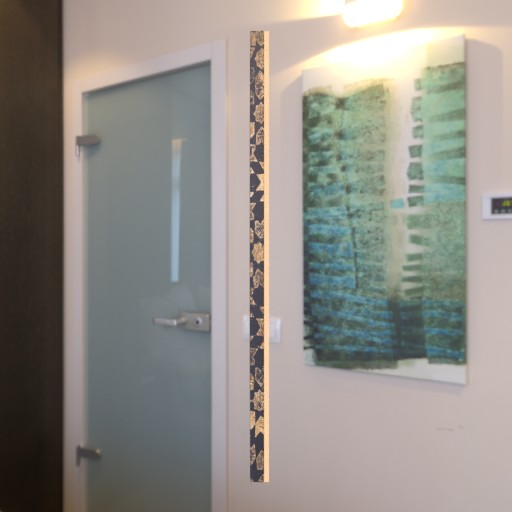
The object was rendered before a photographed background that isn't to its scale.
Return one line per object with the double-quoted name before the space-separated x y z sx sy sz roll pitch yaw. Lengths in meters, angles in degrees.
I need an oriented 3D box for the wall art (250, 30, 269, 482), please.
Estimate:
"wall art" 0.000 0.000 1.351 0.038 0.914 0.914 0 0 -1
